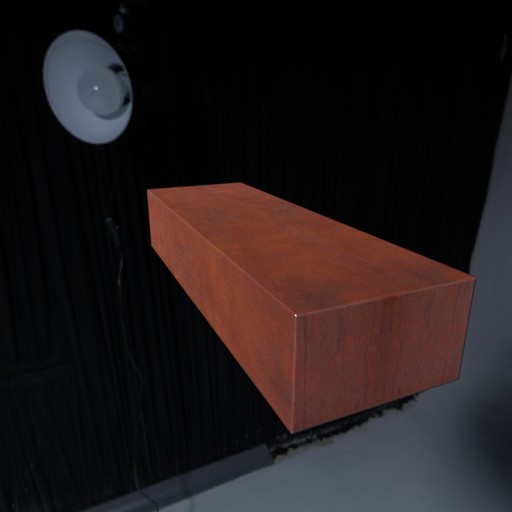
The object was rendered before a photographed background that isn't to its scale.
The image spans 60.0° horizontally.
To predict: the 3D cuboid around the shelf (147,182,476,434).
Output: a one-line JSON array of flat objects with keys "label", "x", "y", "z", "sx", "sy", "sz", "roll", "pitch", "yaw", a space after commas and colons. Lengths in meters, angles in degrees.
[{"label": "shelf", "x": 0.000, "y": 0.000, "z": 0.510, "sx": 0.152, "sy": 0.088, "sz": 0.457, "roll": -8, "pitch": 21, "yaw": -23}]
